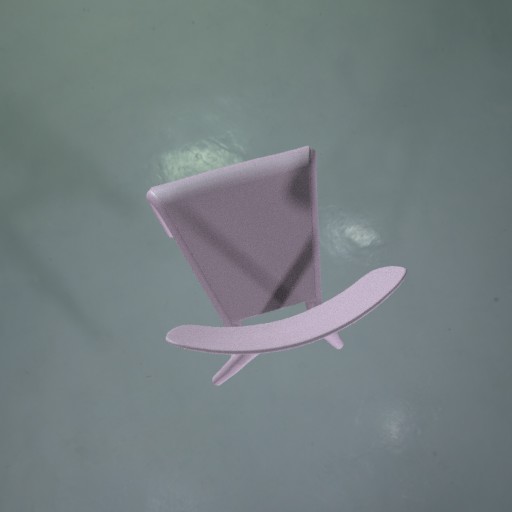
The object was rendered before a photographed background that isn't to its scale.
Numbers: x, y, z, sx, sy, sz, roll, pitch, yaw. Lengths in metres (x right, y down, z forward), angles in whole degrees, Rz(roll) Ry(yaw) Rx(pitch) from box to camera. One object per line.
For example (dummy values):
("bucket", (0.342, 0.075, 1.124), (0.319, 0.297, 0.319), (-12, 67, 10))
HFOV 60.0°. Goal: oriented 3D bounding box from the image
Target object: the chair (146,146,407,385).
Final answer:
("chair", (0.000, 0.000, 0.804), (0.356, 0.580, 0.401), (-16, 76, -4))
